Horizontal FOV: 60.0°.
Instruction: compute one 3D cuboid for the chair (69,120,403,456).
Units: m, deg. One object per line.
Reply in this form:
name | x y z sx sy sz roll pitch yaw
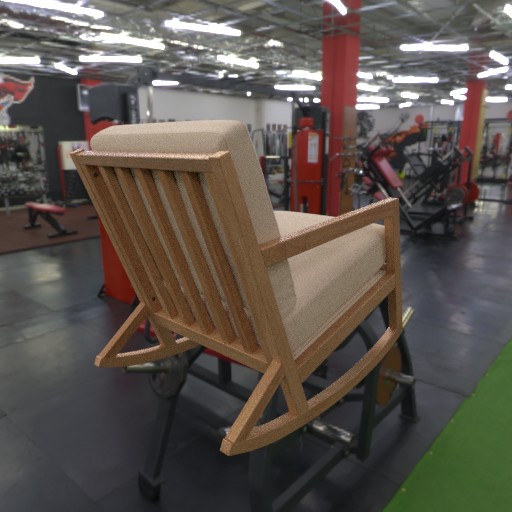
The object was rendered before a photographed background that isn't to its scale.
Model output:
chair | 0.000 0.000 1.406 0.622 0.790 0.857 13 19 42
